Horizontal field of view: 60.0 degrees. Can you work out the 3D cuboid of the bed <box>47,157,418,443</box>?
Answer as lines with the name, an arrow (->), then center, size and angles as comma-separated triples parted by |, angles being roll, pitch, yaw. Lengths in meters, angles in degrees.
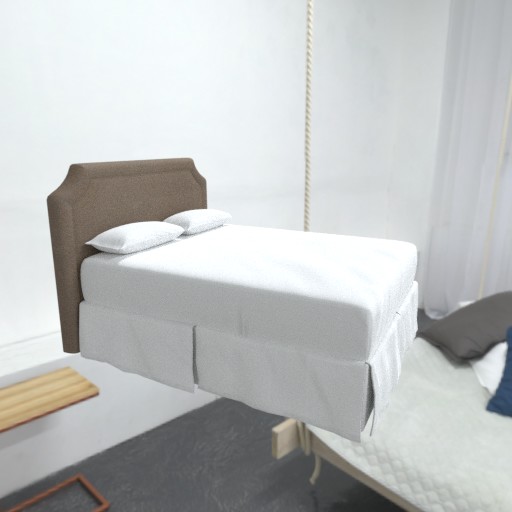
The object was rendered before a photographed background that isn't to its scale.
bed -> 0.000, 0.000, 3.132 | 2.116, 1.290, 1.693 | 7, 16, 26
